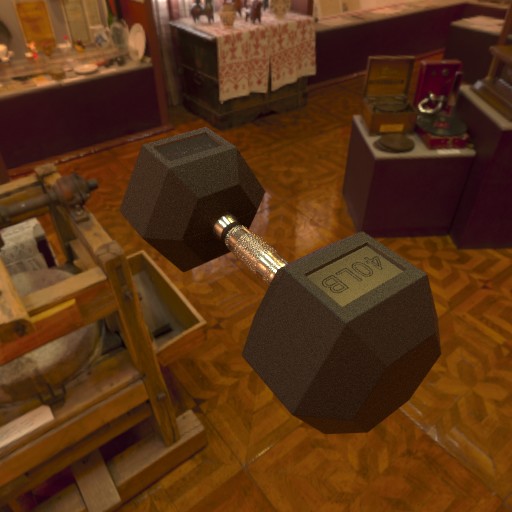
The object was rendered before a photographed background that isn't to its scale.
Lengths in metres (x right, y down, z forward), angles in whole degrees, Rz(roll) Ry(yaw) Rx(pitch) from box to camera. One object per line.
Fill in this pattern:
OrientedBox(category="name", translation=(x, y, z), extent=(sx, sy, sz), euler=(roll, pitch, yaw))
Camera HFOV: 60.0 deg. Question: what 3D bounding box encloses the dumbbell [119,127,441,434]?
OrientedBox(category="dumbbell", translation=(0.000, 0.000, 0.435), extent=(0.157, 0.137, 0.361), euler=(-24, 46, -26))
